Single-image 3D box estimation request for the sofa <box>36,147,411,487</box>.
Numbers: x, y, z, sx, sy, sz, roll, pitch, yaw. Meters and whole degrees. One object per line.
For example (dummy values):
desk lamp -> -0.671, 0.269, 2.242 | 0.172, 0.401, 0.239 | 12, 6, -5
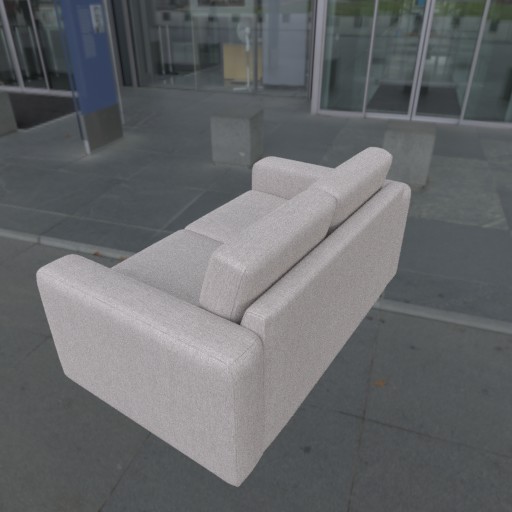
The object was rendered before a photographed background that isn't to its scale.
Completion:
sofa -> 0.000, 0.000, 1.974 | 0.900, 0.800, 1.540 | 19, 35, 29
